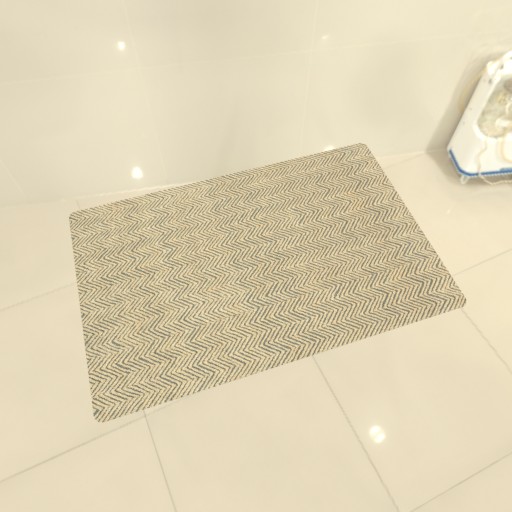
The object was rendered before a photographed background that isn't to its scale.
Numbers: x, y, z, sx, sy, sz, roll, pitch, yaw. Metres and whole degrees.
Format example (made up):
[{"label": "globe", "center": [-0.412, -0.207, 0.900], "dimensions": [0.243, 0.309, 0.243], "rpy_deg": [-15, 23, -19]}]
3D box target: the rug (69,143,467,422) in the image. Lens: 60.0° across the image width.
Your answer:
[{"label": "rug", "center": [0.000, 0.000, 2.242], "dimensions": [1.752, 0.008, 1.144], "rpy_deg": [-15, 59, -10]}]
